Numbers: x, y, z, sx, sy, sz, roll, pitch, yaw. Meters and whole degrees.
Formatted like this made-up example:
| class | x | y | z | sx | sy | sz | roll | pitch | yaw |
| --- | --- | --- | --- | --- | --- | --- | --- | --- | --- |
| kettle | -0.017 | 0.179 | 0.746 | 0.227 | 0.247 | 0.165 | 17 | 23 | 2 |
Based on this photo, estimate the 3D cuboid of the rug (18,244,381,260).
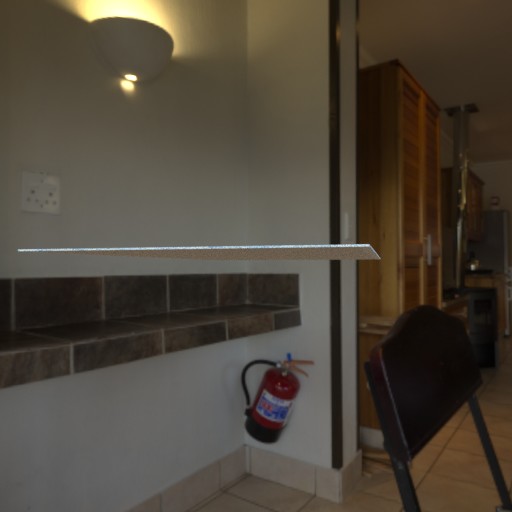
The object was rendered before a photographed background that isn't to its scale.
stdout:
| class | x | y | z | sx | sy | sz | roll | pitch | yaw |
| --- | --- | --- | --- | --- | --- | --- | --- | --- | --- |
| rug | 0.000 | 0.000 | 2.161 | 1.142 | 0.006 | 1.752 | 0 | -2 | 17 |
